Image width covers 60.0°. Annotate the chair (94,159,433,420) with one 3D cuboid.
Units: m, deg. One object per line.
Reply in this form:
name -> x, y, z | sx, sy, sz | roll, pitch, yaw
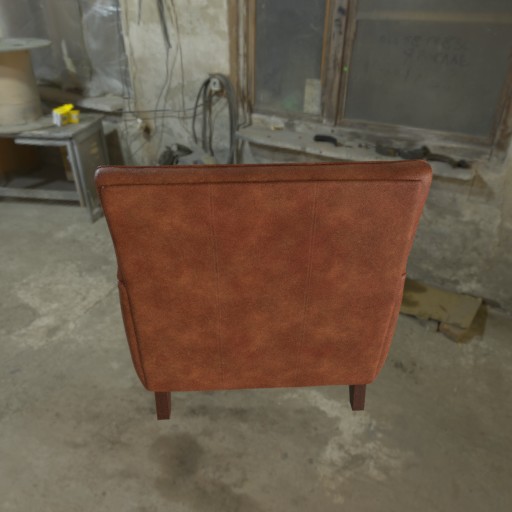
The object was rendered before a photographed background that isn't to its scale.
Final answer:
chair -> 0.000, 0.000, 1.612 | 0.870, 0.943, 0.823 | -2, 31, -3
